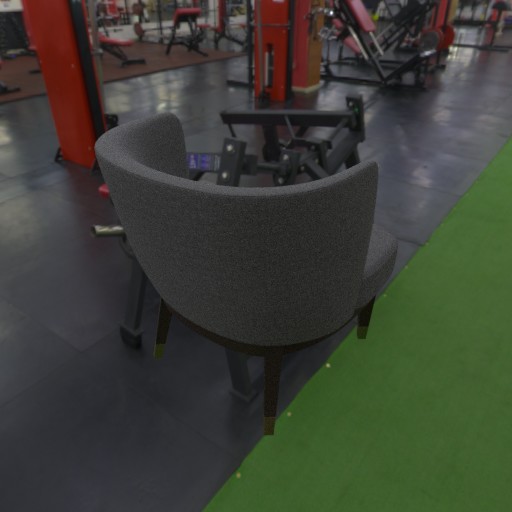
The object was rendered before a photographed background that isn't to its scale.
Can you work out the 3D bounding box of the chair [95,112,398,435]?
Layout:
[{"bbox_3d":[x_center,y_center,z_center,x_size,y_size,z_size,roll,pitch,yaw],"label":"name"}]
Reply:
[{"bbox_3d":[0.000,0.000,1.234,0.639,0.695,0.698,23,39,32],"label":"chair"}]
